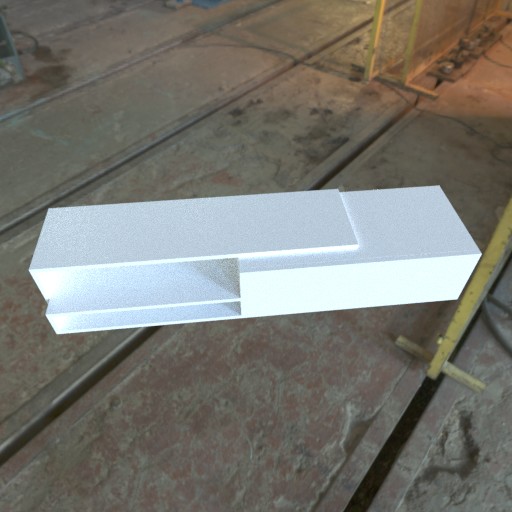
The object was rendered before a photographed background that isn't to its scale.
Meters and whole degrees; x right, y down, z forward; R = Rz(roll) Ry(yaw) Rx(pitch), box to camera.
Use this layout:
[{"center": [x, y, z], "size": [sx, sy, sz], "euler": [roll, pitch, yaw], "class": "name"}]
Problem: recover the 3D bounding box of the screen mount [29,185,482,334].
[{"center": [0.000, 0.000, 1.867], "size": [1.680, 0.320, 0.420], "euler": [-4, 47, -4], "class": "screen mount"}]
